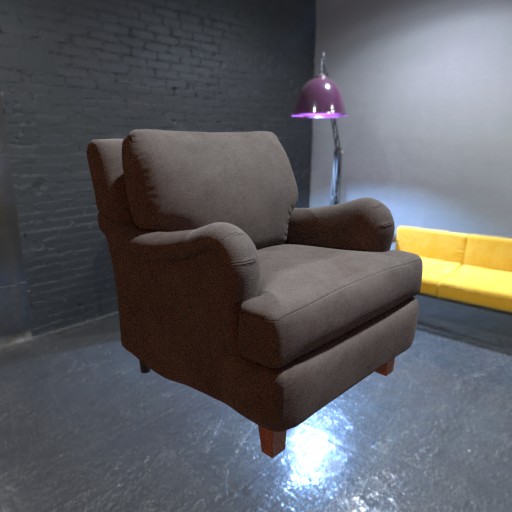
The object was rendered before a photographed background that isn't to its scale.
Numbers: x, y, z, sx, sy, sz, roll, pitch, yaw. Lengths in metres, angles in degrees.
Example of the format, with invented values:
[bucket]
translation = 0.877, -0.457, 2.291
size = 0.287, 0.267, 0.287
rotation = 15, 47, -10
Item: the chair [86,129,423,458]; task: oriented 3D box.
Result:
[chair]
translation = 0.000, 0.000, 1.814
size = 1.070, 0.997, 0.955
rotation = 14, 20, 43
